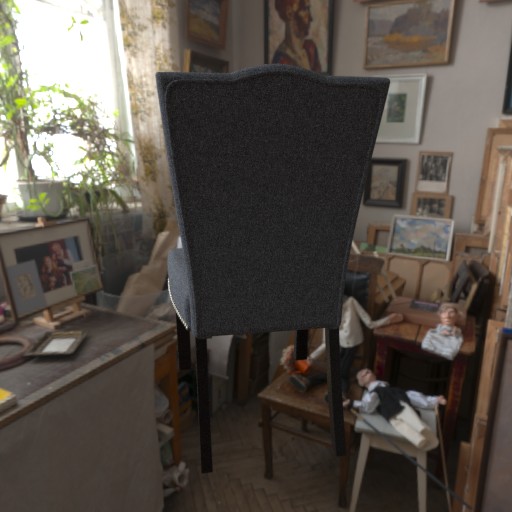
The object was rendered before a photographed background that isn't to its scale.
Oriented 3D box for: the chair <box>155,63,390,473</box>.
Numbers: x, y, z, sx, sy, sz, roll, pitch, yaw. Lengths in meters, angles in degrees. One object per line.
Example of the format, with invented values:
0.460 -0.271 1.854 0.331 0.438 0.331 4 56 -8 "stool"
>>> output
0.000 0.000 1.272 0.518 0.946 0.589 -3 15 -10 "chair"
